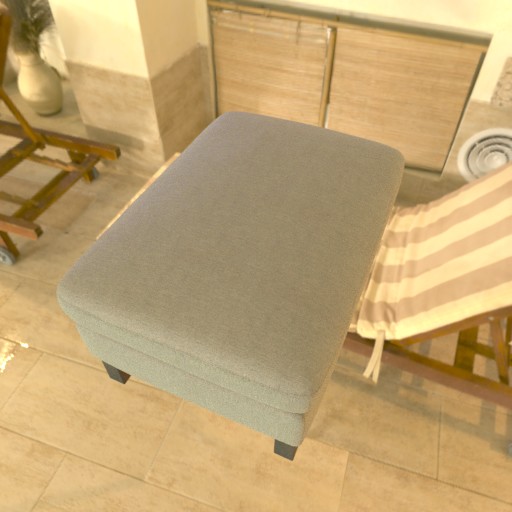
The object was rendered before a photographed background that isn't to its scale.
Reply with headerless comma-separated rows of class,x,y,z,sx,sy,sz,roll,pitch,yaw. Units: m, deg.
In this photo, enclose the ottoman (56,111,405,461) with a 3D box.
ottoman,0.000,0.000,1.055,0.528,0.404,0.735,18,50,16
